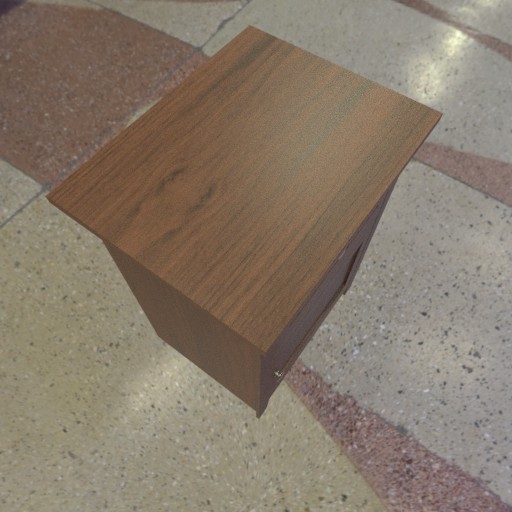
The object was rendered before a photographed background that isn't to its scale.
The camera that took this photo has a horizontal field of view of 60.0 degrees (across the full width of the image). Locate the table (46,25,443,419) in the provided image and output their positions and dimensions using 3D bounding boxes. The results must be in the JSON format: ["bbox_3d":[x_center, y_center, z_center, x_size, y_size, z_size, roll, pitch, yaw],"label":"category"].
[{"bbox_3d":[0.000,0.000,0.937,0.381,0.636,0.480,33,66,17],"label":"table"}]
